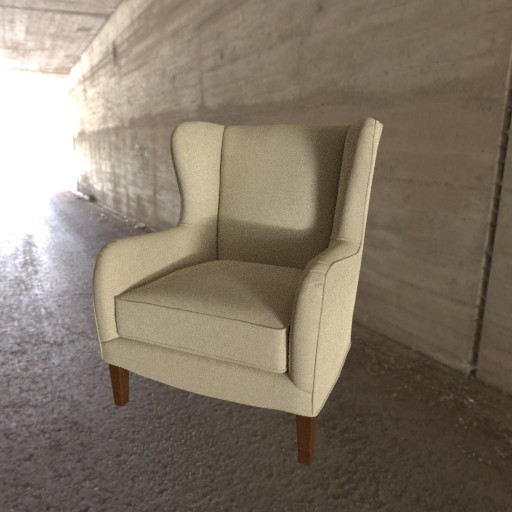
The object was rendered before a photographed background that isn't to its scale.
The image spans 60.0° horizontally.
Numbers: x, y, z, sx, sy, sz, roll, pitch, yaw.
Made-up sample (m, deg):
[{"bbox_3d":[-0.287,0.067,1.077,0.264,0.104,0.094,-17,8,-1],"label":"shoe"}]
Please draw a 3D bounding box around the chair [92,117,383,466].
[{"bbox_3d":[0.000,0.000,1.740,0.838,1.040,0.966,7,16,24],"label":"chair"}]
